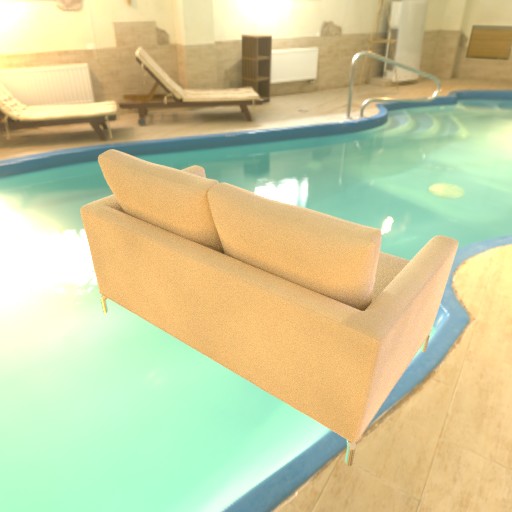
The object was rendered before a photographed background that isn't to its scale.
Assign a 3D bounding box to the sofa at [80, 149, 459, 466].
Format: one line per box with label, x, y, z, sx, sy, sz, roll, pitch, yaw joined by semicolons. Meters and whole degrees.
sofa;0.000;0.000;2.332;1.739;0.995;0.906;22;37;32
